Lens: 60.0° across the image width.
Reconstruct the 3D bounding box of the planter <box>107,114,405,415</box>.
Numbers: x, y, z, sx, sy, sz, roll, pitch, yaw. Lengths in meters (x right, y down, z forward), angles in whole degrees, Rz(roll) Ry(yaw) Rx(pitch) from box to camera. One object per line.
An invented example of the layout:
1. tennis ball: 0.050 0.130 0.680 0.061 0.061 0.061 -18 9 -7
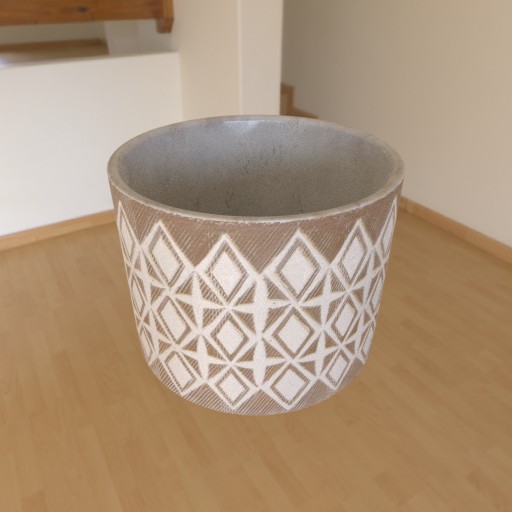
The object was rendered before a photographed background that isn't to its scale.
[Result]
1. planter: 0.000 0.000 0.342 0.193 0.165 0.193 0 33 0
